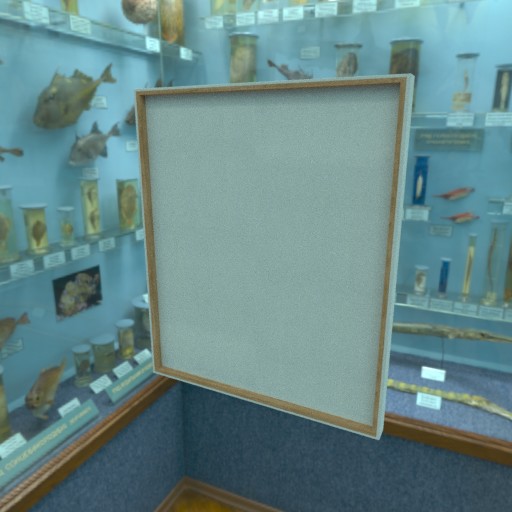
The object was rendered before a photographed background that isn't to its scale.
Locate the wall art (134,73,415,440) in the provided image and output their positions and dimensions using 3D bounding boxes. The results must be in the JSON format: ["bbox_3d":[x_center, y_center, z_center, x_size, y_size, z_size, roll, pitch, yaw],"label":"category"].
[{"bbox_3d":[0.000,0.000,0.831,0.508,0.606,0.037,8,17,26],"label":"wall art"}]
